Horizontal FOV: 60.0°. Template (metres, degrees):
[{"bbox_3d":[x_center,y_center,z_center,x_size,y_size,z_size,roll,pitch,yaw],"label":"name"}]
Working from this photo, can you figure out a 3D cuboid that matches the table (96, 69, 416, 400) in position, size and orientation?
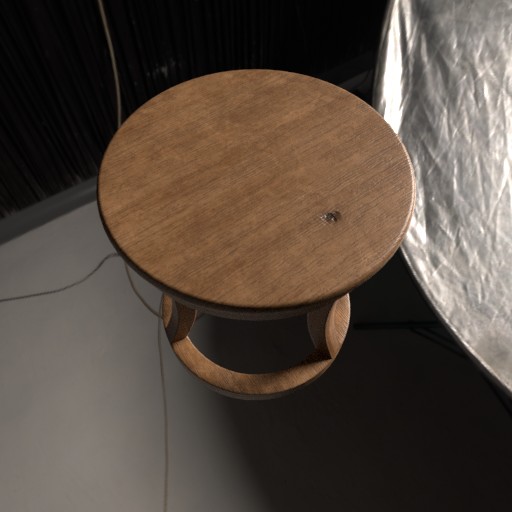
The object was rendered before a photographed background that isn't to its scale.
[{"bbox_3d":[0.000,0.000,0.797,0.432,0.460,0.432,0,58,0],"label":"table"}]
